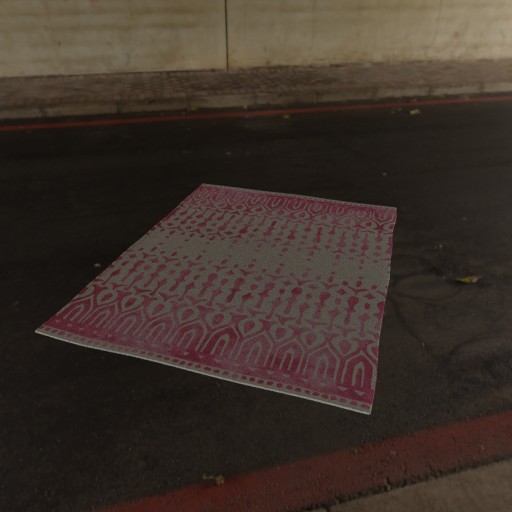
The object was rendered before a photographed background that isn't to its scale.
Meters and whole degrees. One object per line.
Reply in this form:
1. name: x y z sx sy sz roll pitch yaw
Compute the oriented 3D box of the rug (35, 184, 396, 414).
1. rug: 0.000 0.000 4.180 2.441 0.016 3.095 9 32 15
